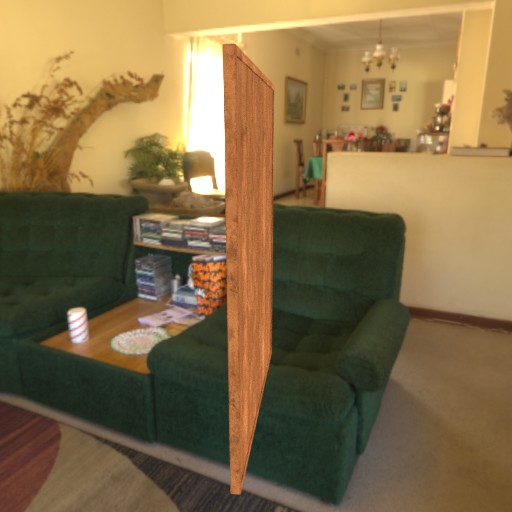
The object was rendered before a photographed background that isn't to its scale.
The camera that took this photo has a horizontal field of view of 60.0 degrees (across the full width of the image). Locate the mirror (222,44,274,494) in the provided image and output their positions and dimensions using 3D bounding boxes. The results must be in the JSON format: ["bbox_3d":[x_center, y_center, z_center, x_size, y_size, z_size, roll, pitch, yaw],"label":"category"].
[{"bbox_3d":[0.000,0.000,1.411,0.028,1.099,0.796,2,16,8],"label":"mirror"}]
